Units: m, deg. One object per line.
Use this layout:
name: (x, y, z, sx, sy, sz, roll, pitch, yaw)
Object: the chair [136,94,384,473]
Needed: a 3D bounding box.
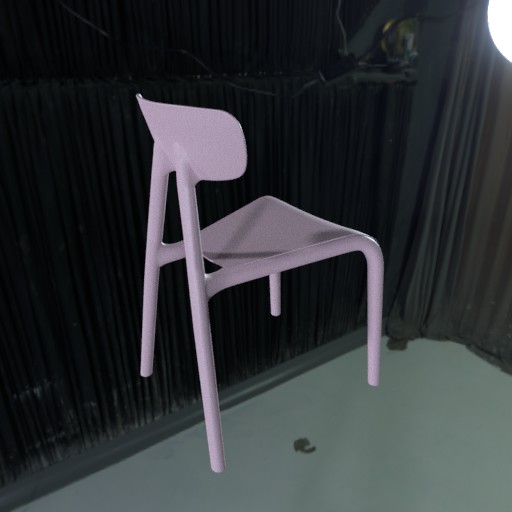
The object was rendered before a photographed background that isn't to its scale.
chair: (0.000, 0.000, 0.839, 0.401, 0.580, 0.356, -18, 31, -32)
